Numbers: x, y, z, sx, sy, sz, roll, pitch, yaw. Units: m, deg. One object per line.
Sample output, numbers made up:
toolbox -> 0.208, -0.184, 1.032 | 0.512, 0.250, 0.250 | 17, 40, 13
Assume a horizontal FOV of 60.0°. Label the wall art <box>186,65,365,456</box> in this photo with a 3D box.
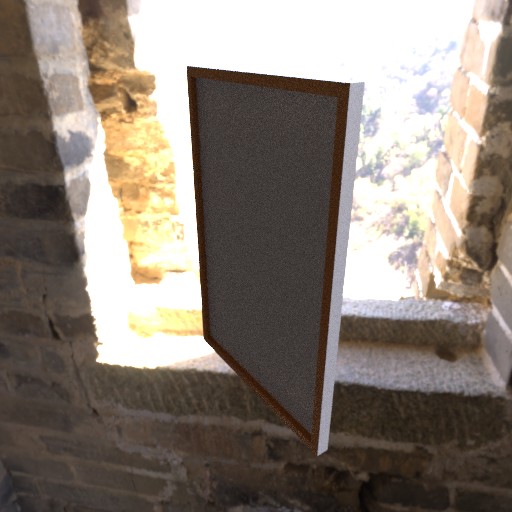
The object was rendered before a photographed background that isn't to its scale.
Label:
wall art -> 0.000, 0.000, 0.790 | 0.025, 0.608, 0.405 | -17, 31, -31
